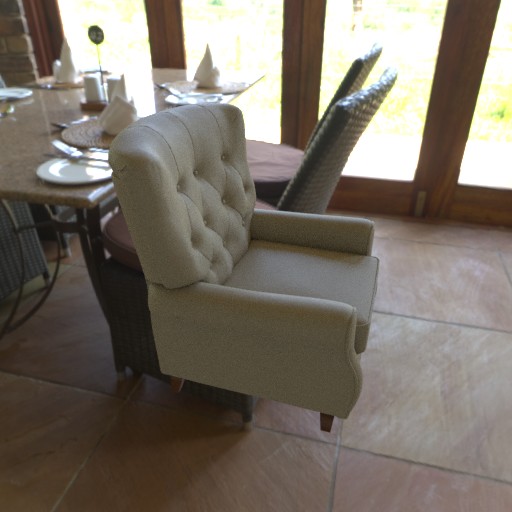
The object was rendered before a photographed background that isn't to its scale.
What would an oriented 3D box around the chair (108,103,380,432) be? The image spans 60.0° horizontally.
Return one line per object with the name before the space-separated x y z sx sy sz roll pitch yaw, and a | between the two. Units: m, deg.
chair | 0.000 0.000 1.938 1.059 1.158 0.943 9 31 16
